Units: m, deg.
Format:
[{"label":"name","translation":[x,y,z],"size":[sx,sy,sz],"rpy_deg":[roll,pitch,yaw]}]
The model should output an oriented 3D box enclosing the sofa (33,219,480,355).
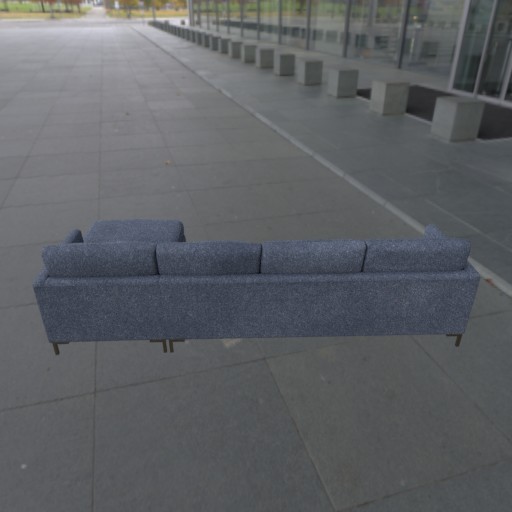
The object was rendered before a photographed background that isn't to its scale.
[{"label":"sofa","translation":[0.000,0.000,3.499],"size":[2.932,0.810,1.350],"rpy_deg":[-1,29,-2]}]
